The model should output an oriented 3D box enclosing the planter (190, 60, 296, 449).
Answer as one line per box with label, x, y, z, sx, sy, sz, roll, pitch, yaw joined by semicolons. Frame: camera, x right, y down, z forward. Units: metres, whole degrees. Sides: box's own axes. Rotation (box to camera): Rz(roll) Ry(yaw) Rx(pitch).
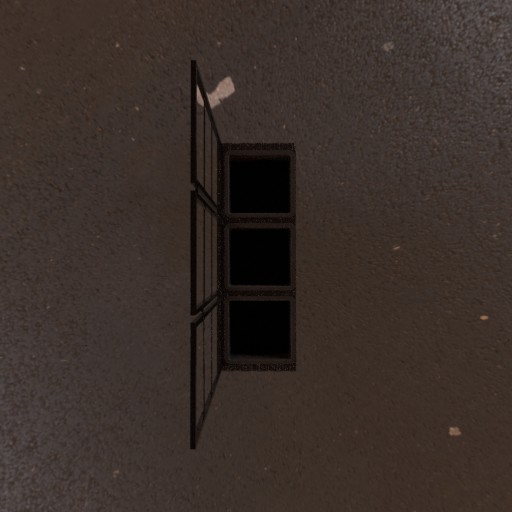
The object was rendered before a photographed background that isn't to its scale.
planter;0.000;0.000;1.177;0.244;0.841;0.698;0;89;0
